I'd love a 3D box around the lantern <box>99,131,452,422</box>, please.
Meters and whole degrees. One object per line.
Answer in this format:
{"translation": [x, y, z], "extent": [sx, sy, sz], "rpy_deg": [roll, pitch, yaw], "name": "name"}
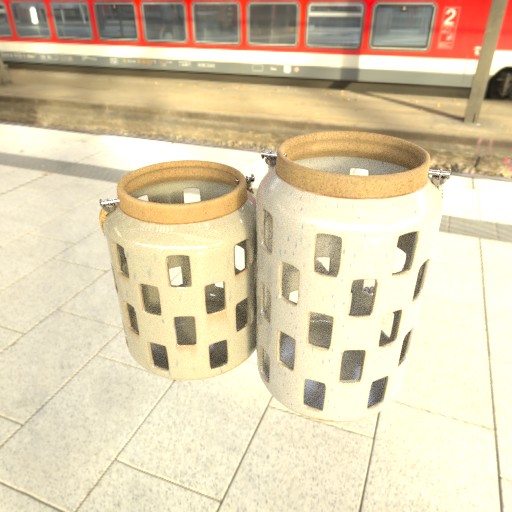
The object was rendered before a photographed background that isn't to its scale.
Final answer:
{"translation": [0.000, 0.000, 0.477], "extent": [0.347, 0.255, 0.184], "rpy_deg": [10, 32, 17], "name": "lantern"}
